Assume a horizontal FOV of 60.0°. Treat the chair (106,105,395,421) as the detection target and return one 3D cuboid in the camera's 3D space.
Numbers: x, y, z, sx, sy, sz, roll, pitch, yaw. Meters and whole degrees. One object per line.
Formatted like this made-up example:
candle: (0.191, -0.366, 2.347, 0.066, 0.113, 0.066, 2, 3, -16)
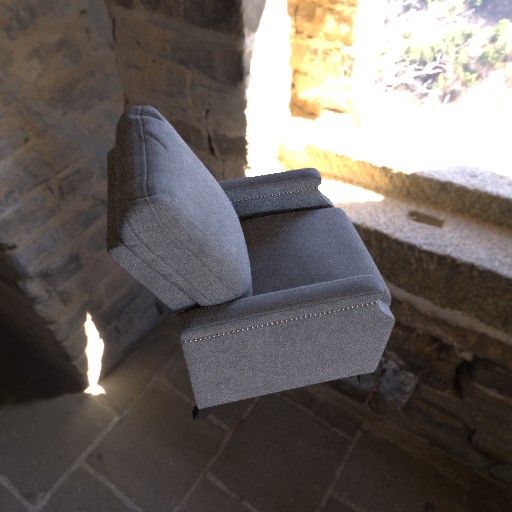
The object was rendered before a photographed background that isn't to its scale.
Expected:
chair: (0.000, 0.000, 1.668, 0.922, 1.049, 0.710, -9, 47, -9)
